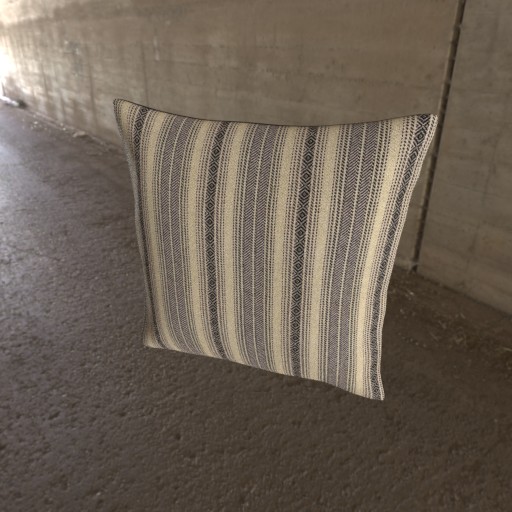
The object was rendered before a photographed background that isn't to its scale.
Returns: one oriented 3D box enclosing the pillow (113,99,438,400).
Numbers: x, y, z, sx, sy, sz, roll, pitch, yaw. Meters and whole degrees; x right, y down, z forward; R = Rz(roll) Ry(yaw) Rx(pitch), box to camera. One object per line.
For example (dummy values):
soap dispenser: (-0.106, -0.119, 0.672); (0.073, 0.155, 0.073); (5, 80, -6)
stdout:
pillow: (0.000, 0.000, 0.785); (0.520, 0.508, 0.166); (9, 27, 17)
